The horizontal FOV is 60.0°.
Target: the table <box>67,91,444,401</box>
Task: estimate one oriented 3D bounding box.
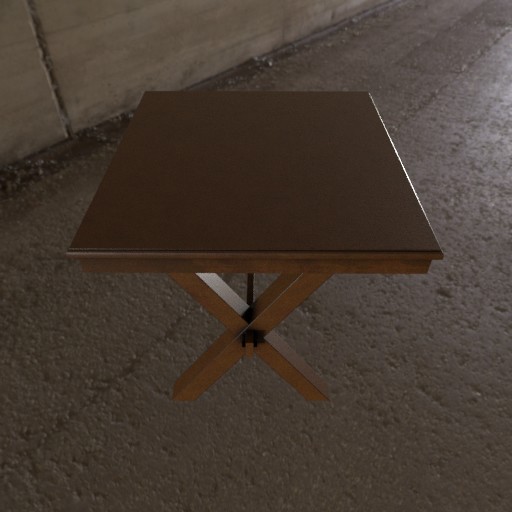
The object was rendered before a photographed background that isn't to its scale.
[{"bbox_3d":[0.000,0.000,1.064,0.560,0.562,0.602,0,42,0],"label":"table"}]
